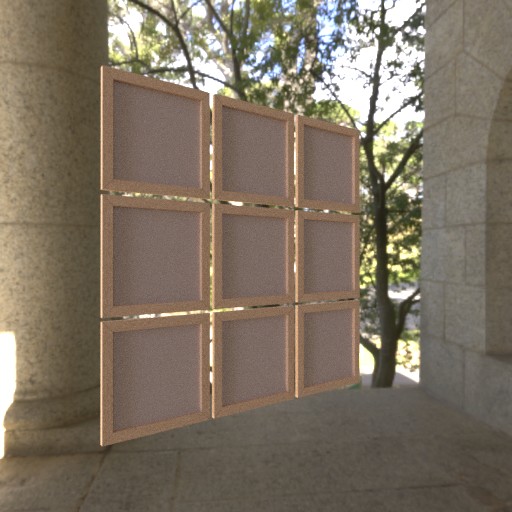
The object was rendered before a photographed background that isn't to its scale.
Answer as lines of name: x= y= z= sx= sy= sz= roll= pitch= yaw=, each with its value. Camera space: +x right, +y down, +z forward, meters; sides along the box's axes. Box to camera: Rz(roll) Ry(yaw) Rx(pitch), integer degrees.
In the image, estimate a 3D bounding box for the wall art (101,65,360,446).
wall art: x=0.000 y=0.000 z=1.768 sx=1.217 sy=1.207 sz=0.016 roll=0 pitch=0 yaw=-36
